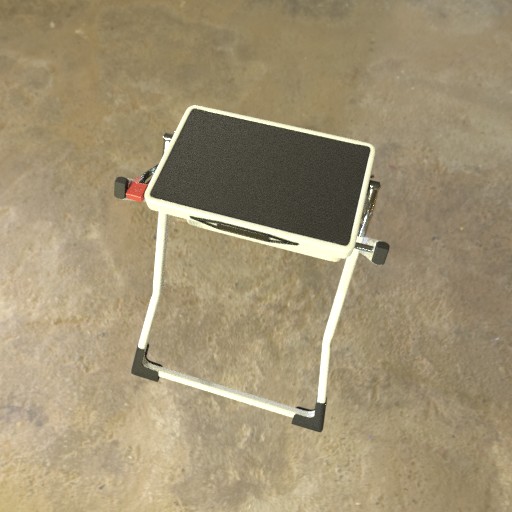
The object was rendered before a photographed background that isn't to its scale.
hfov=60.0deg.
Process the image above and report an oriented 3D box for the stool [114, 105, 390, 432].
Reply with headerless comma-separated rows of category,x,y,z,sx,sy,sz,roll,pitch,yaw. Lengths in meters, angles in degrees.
stool,0.000,0.000,0.851,0.485,0.445,0.490,15,63,8
